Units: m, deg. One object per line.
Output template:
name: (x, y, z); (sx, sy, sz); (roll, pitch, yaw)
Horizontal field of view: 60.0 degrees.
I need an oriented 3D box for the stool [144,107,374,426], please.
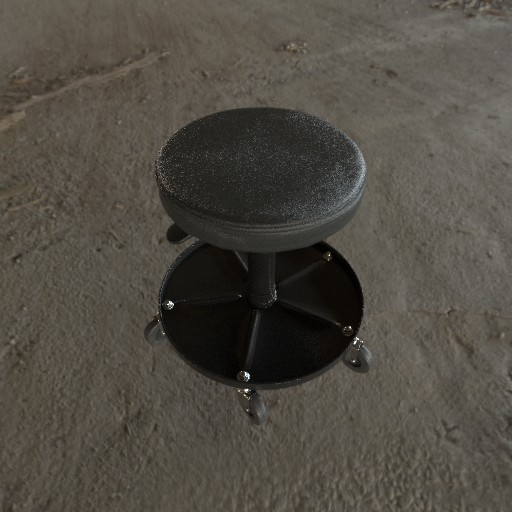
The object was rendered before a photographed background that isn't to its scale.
stool: (0.000, 0.000, 0.695); (0.382, 0.365, 0.381); (-23, 50, -21)
